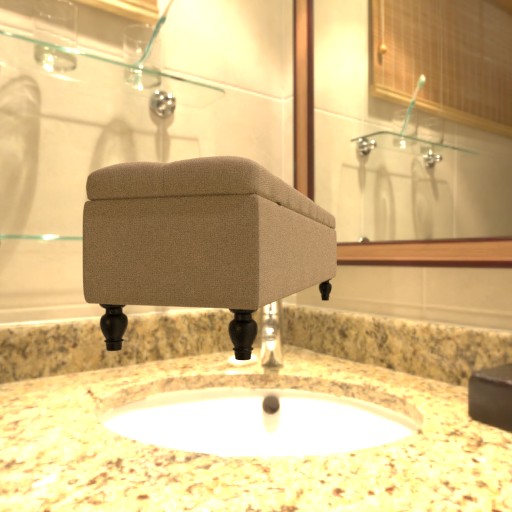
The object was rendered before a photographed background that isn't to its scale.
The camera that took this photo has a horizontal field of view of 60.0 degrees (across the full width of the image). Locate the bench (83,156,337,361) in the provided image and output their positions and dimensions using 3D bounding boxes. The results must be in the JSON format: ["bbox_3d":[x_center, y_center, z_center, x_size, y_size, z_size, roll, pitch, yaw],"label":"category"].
[{"bbox_3d":[0.000,0.000,1.716,0.455,0.467,1.480,0,0,17],"label":"bench"}]
